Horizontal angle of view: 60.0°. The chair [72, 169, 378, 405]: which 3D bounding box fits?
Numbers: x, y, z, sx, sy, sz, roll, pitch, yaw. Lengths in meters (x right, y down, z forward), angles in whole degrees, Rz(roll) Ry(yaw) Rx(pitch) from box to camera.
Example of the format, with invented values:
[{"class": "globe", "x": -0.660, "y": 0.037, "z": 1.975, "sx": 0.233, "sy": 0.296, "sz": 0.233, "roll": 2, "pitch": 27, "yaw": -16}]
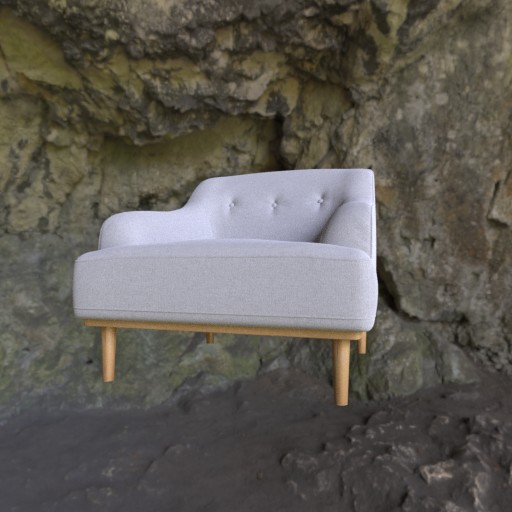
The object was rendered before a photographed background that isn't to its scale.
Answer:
[{"class": "chair", "x": 0.000, "y": 0.000, "z": 1.689, "sx": 0.946, "sy": 0.818, "sz": 0.951, "roll": 0, "pitch": -1, "yaw": 19}]
